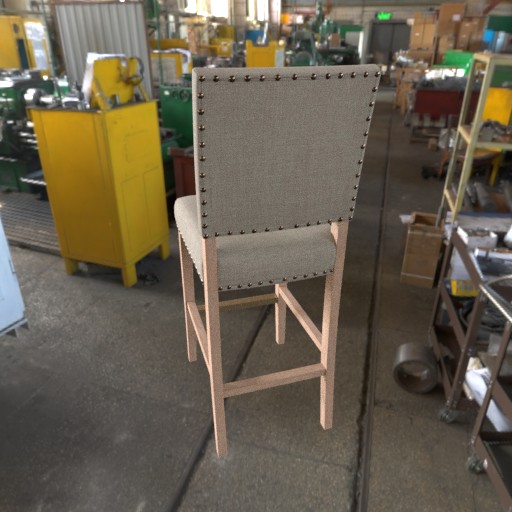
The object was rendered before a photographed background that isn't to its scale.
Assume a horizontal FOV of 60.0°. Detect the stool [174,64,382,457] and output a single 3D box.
[{"bbox_3d":[0.000,0.000,1.451,0.445,1.173,0.585,-8,28,-15],"label":"stool"}]
